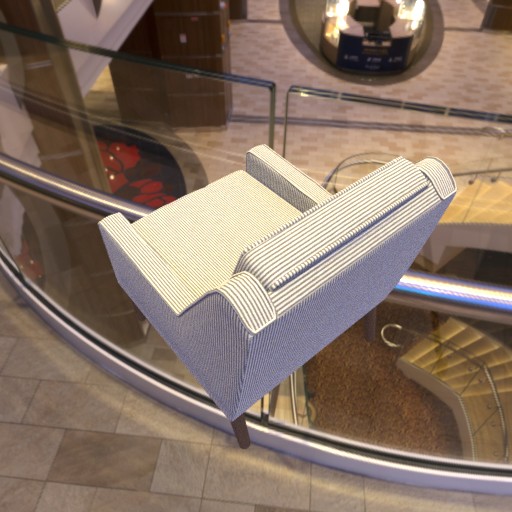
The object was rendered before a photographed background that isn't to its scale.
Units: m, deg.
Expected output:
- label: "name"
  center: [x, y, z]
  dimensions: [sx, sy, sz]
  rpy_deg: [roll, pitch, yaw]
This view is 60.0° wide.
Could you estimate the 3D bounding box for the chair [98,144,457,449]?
- label: "chair"
  center: [0.000, 0.000, 1.338]
  dimensions: [0.663, 0.792, 0.743]
  rpy_deg: [-32, 54, -26]
